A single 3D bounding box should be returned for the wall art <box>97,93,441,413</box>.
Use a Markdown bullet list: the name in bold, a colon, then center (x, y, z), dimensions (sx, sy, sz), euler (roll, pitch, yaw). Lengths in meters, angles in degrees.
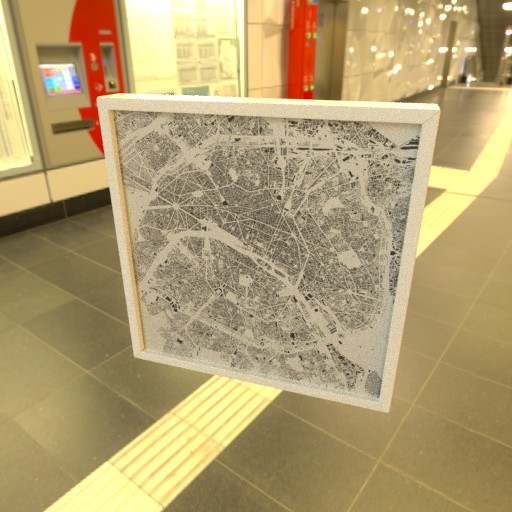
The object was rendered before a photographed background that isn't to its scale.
- **wall art**: center (0.000, 0.000, 0.457), dimensions (0.305, 0.305, 0.038), euler (8, 26, 16)
